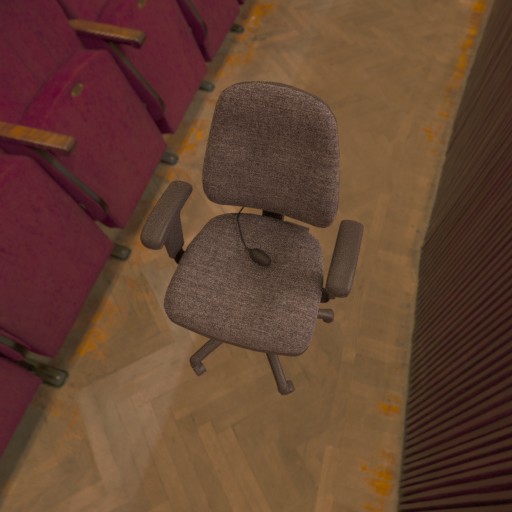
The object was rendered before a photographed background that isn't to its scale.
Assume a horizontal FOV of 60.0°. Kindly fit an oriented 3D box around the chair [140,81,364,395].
[{"bbox_3d":[0.000,0.000,1.259,0.550,0.910,0.530,14,59,9],"label":"chair"}]
